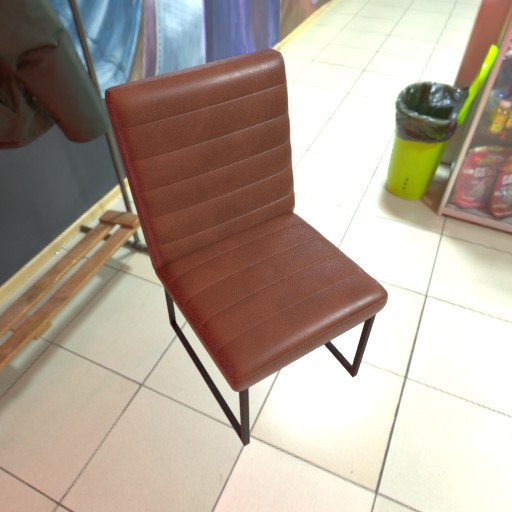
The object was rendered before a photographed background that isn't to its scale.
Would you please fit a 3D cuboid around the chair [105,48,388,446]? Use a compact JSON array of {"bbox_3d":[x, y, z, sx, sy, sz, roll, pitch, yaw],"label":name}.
[{"bbox_3d":[0.000,0.000,1.317,0.520,0.930,0.634,-24,50,-22],"label":"chair"}]
